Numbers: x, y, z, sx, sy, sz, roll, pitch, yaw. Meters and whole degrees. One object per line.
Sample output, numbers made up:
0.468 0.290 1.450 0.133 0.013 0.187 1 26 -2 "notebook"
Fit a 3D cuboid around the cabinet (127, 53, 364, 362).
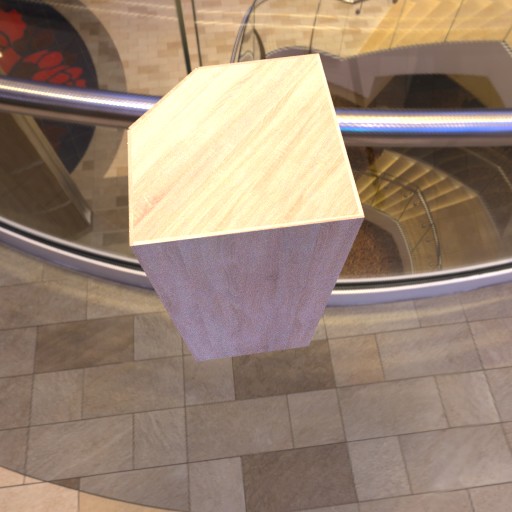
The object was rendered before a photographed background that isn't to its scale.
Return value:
0.000 0.000 2.878 1.094 2.120 1.327 34 69 15 "cabinet"
